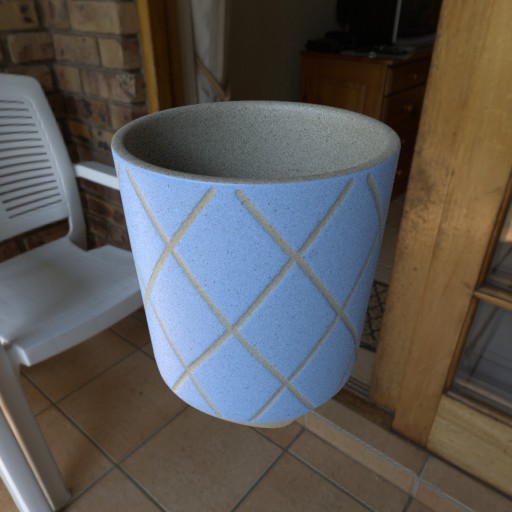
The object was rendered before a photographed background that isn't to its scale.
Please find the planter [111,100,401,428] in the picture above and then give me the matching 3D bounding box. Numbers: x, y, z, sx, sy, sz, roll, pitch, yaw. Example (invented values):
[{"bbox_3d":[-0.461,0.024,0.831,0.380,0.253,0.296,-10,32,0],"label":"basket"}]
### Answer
[{"bbox_3d":[0.000,0.000,0.353,0.191,0.200,0.191,0,31,0],"label":"planter"}]
